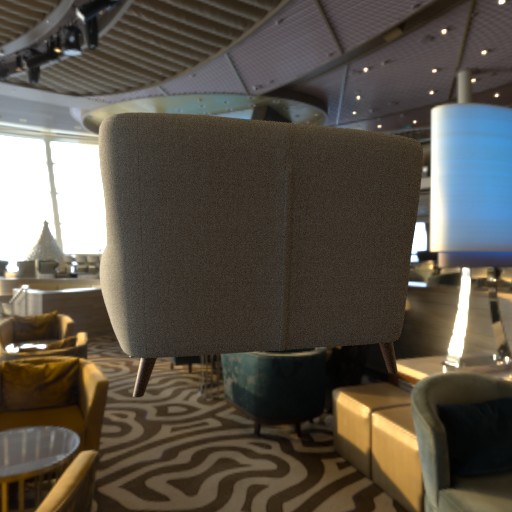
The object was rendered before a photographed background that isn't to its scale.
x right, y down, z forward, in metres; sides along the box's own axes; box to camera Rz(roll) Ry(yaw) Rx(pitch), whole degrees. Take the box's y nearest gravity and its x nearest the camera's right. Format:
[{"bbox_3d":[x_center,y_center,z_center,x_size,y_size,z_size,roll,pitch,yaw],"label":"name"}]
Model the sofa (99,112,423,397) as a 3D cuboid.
[{"bbox_3d":[0.000,0.000,2.062,1.386,1.028,0.884,0,0,-17],"label":"sofa"}]
